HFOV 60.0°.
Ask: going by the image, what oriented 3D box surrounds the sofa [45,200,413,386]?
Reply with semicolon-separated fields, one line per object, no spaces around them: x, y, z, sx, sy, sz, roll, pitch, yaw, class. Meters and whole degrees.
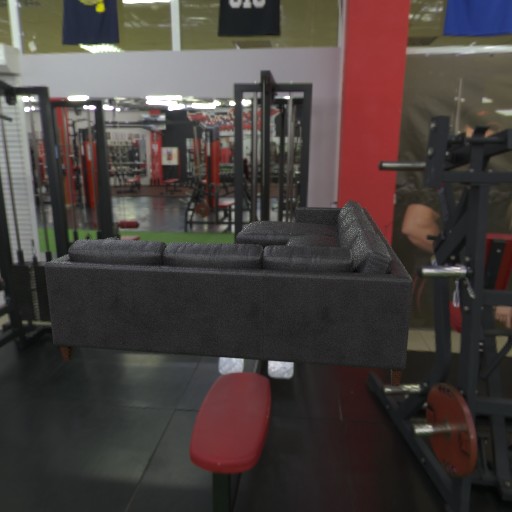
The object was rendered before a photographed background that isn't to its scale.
0.000;0.000;4.525;2.452;0.891;3.324;2;14;9;sofa
